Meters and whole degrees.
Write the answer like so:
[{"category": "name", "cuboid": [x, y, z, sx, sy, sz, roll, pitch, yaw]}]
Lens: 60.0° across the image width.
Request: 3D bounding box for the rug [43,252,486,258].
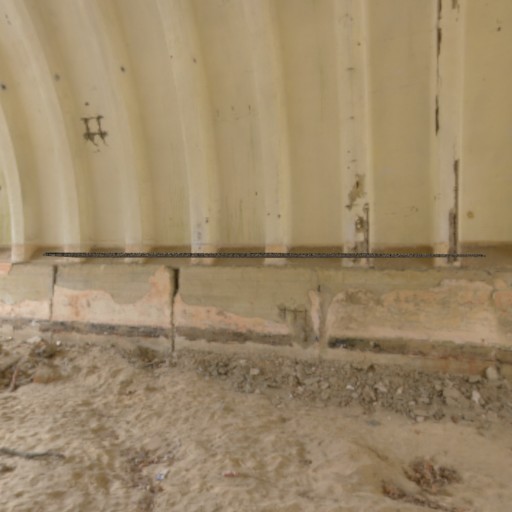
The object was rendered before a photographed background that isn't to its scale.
[{"category": "rug", "cuboid": [0.000, 0.000, 3.045, 2.443, 0.021, 1.538, 0, -1, -17]}]
